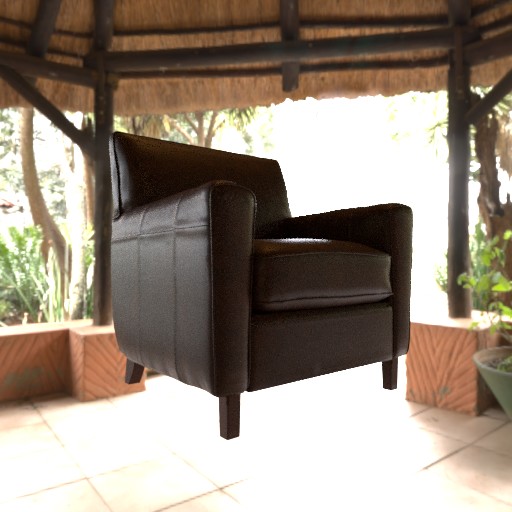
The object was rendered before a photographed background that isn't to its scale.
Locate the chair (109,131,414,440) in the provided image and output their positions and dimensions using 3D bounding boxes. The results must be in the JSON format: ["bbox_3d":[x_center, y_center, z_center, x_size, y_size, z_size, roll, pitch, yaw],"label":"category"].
[{"bbox_3d":[0.000,0.000,1.630,0.870,0.943,0.823,0,0,-38],"label":"chair"}]
